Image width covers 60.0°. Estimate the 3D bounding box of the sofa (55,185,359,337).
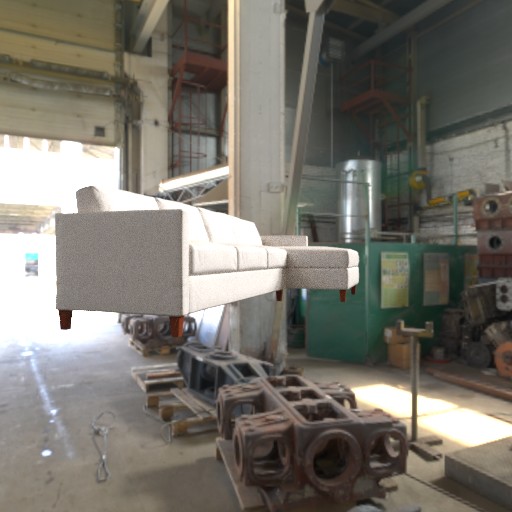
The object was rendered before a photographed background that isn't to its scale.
[{"bbox_3d":[0.000,0.000,4.202,1.606,0.954,3.471,0,0,19],"label":"sofa"}]
